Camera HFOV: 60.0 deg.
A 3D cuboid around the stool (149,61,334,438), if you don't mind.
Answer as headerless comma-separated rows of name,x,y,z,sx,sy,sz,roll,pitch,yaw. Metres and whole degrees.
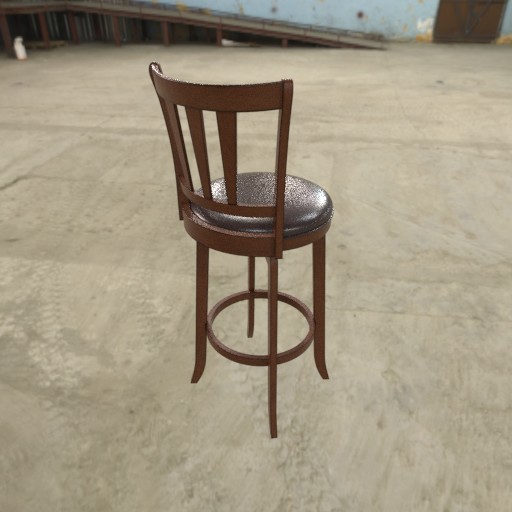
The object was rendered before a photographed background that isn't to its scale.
stool,0.000,0.000,1.457,0.464,1.177,0.503,22,37,33
